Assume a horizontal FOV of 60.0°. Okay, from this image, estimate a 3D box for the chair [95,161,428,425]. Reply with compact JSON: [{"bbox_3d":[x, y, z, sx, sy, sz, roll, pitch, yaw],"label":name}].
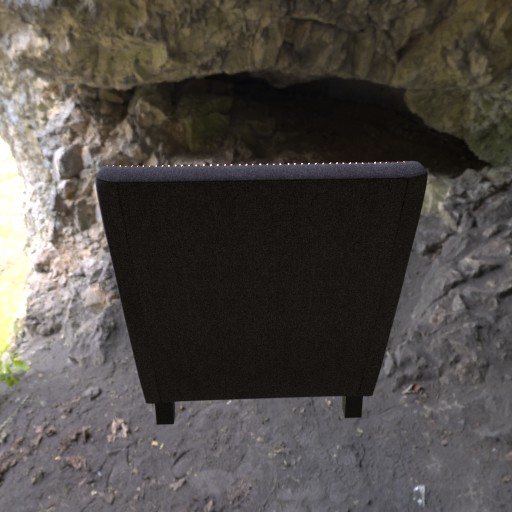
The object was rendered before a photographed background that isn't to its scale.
[{"bbox_3d":[0.000,0.000,1.603,0.776,0.967,0.884,-1,32,-2],"label":"chair"}]
